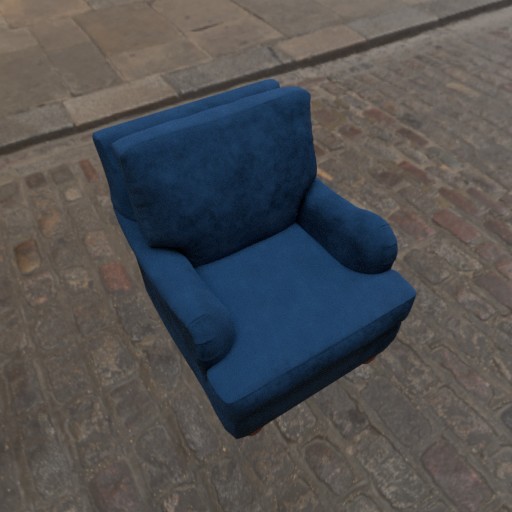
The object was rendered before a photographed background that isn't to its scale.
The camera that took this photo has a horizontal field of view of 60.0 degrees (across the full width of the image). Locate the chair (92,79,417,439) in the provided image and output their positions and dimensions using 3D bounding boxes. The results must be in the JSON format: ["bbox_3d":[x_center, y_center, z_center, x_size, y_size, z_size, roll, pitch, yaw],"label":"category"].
[{"bbox_3d":[0.000,0.000,1.869,0.895,1.076,1.078,-25,53,-21],"label":"chair"}]
